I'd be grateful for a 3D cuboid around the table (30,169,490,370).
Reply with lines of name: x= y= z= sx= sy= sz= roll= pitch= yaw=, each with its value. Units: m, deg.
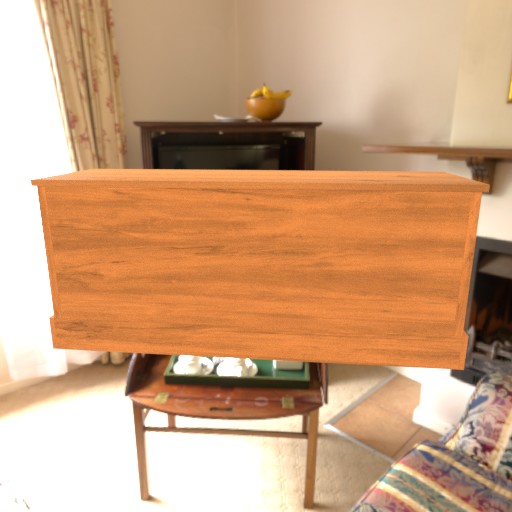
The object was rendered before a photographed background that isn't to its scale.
table: x=0.000 y=0.000 z=1.411 sx=1.200 sy=0.510 sz=0.400 roll=2 pitch=16 yaw=6
